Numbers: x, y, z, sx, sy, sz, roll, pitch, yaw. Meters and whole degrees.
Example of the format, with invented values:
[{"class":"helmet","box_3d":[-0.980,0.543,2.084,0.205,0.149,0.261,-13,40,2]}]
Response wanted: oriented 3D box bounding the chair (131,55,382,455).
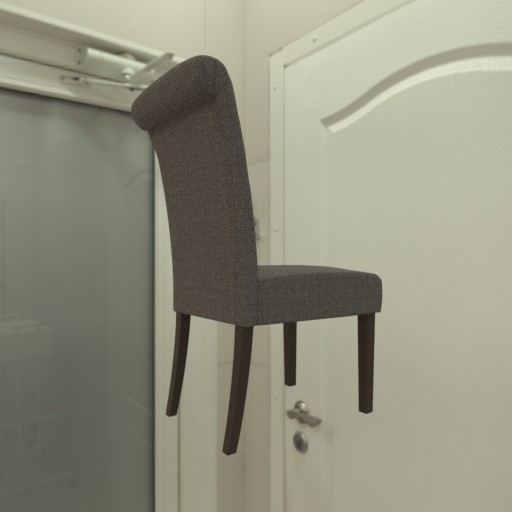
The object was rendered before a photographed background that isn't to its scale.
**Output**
[{"class":"chair","box_3d":[0.000,0.000,1.395,0.671,1.006,0.456,0,0,-37]}]
